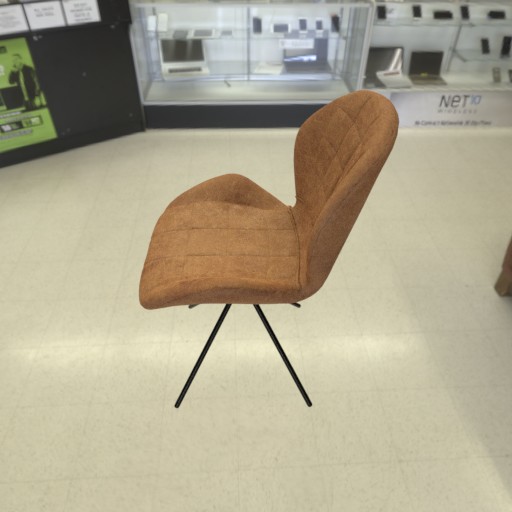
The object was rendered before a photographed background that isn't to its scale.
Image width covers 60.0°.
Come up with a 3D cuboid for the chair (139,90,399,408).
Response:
[{"bbox_3d":[0.000,0.000,1.308,0.640,0.929,0.527,0,41,0],"label":"chair"}]
